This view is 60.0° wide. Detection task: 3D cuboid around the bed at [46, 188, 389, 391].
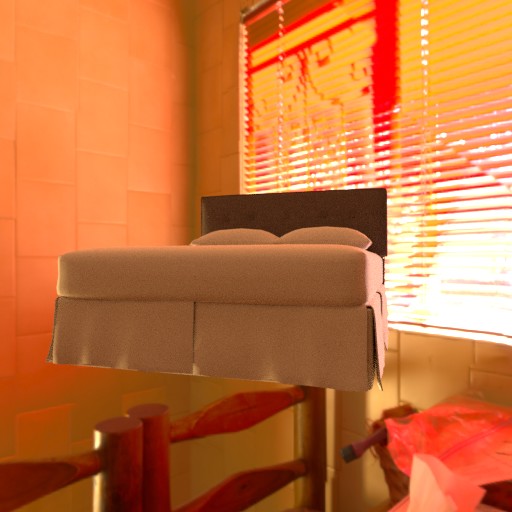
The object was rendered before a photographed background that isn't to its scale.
[{"bbox_3d":[0.000,0.000,2.827,1.610,1.089,1.894,0,-1,18],"label":"bed"}]
